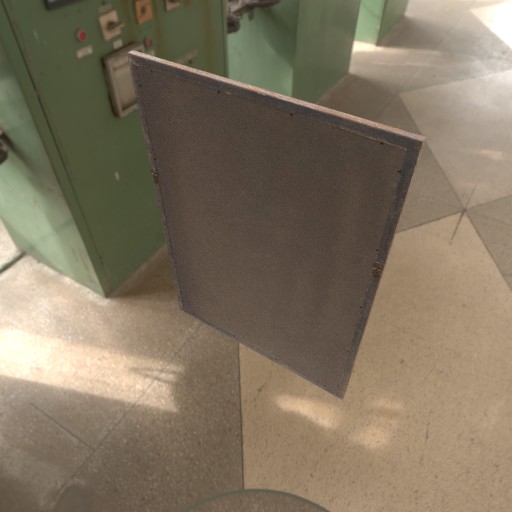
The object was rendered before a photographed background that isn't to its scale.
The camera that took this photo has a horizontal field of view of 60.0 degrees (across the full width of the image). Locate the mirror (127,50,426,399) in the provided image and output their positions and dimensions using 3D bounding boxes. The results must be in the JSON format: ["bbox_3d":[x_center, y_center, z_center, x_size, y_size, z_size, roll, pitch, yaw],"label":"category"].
[{"bbox_3d":[0.000,0.000,1.272,0.705,0.996,0.025,25,51,22],"label":"mirror"}]
